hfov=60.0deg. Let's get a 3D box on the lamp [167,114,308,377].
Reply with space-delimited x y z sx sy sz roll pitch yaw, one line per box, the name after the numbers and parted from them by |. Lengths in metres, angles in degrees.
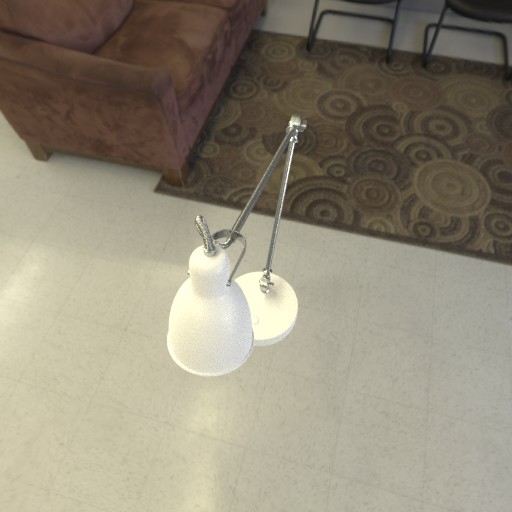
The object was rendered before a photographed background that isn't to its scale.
0.000 0.000 0.853 0.187 0.587 0.561 15 58 10 | lamp
